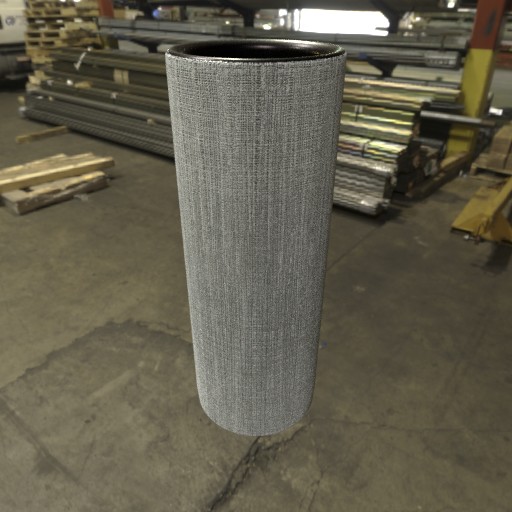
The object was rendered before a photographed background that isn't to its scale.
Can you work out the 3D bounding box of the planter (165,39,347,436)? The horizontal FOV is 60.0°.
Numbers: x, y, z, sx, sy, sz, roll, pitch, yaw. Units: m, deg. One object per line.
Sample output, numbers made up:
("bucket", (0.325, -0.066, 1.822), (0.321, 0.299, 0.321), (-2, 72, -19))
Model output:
("planter", (0.000, 0.000, 0.316), (0.100, 0.270, 0.100), (22, 38, 32))
